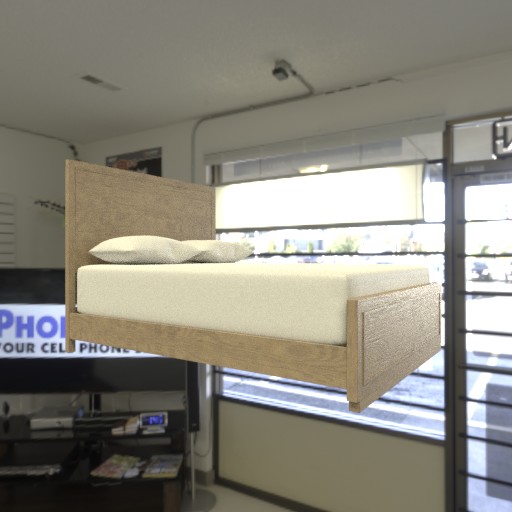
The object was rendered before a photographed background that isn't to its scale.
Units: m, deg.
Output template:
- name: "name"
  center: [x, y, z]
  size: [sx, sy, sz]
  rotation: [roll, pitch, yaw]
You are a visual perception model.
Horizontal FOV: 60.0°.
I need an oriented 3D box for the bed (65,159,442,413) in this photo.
- name: "bed"
  center: [0.000, 0.000, 3.191]
  size: [2.189, 1.369, 1.606]
  rotation: [0, 0, 35]
